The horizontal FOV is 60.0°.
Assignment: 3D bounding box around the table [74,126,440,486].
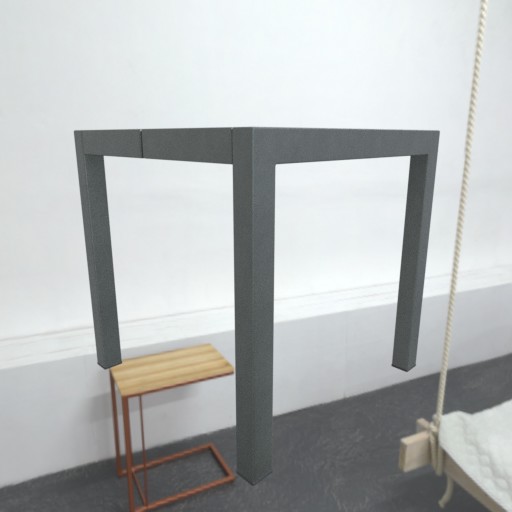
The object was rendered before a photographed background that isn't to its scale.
[{"bbox_3d":[0.000,0.000,0.930,0.508,0.508,0.508,-14,21,-42],"label":"table"}]
